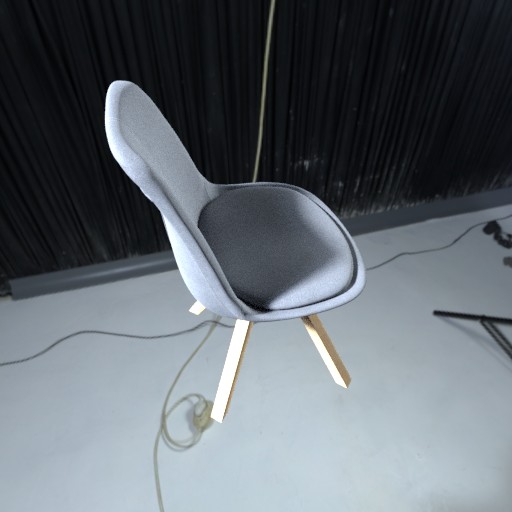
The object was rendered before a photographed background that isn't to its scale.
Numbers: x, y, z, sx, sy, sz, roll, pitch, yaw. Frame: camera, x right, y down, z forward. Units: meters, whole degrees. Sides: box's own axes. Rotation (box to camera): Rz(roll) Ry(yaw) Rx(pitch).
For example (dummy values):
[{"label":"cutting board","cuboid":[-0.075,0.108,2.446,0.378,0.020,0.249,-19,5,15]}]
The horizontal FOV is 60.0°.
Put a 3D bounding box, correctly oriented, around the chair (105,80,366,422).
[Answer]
[{"label":"chair","cuboid":[0.000,0.000,1.131,0.549,0.863,0.474,-11,48,-10]}]
